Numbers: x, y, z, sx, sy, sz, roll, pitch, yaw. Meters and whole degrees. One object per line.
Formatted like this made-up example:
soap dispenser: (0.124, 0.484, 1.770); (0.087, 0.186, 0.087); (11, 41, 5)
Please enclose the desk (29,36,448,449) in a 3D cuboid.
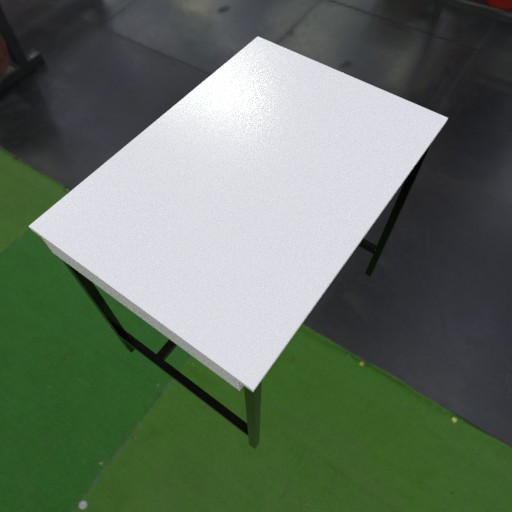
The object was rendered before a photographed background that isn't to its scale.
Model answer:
desk: (0.000, 0.000, 1.325); (0.573, 0.766, 0.811); (32, 64, 18)
